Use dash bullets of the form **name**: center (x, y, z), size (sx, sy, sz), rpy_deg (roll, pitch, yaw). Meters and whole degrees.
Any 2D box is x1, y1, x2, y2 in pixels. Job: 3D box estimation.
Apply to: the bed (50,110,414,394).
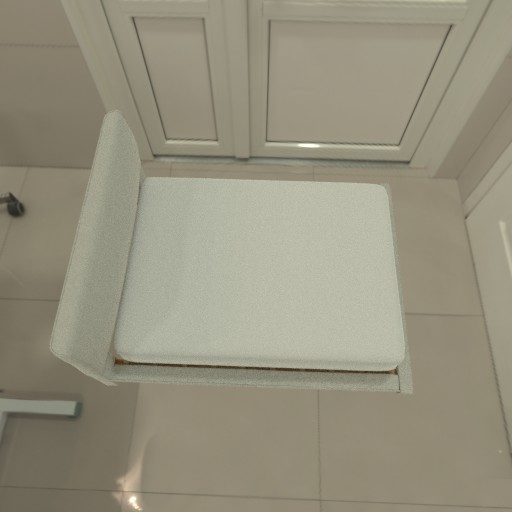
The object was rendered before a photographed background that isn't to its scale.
- **bed**: center (0.000, 0.000, 3.337), size (2.368, 1.067, 1.840), rpy_deg (2, 64, 1)
